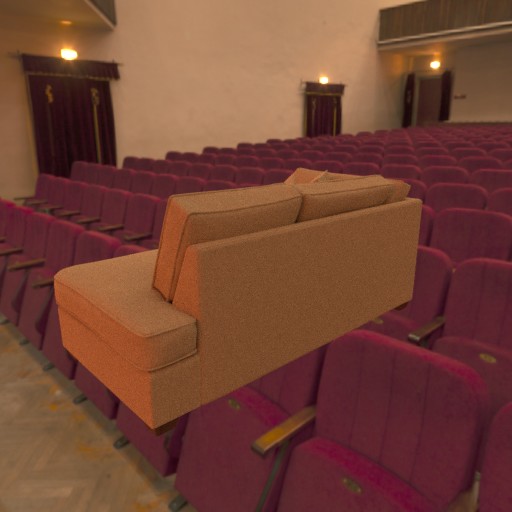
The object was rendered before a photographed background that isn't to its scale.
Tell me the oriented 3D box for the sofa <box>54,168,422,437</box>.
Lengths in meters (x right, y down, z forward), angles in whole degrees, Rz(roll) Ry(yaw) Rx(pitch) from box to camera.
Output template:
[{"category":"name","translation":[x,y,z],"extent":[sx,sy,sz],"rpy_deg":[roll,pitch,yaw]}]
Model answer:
[{"category":"sofa","translation":[0.000,0.000,2.864],"extent":[2.237,1.033,1.110],"rpy_deg":[-15,22,-41]}]
